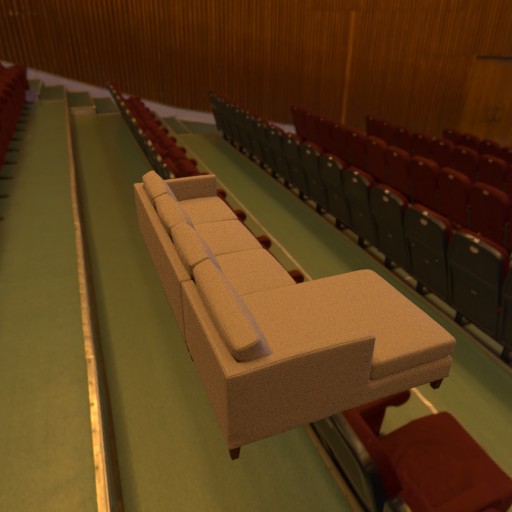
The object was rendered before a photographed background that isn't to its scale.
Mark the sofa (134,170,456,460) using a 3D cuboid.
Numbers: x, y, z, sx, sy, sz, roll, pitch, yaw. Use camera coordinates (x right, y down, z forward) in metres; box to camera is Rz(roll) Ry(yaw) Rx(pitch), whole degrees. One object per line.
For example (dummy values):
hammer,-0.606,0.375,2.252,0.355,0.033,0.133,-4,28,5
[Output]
sofa,0.000,0.000,3.943,1.625,0.846,3.186,-11,31,-19
